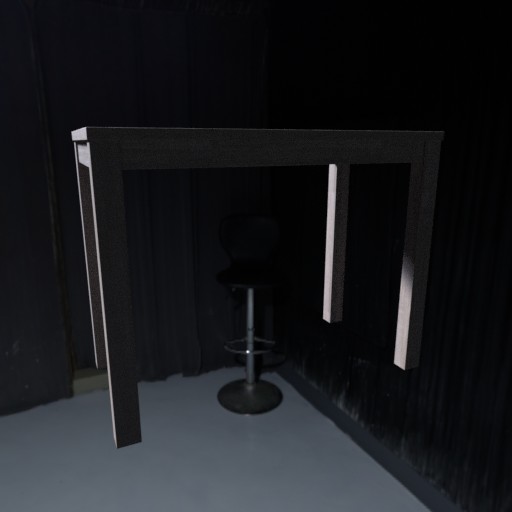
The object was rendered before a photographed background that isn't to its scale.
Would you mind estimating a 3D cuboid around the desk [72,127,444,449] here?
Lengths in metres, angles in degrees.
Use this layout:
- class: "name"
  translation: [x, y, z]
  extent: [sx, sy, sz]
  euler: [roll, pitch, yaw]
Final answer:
- class: "desk"
  translation: [0.000, 0.000, 1.412]
  extent: [0.991, 0.762, 0.495]
  euler: [-7, 16, -24]
